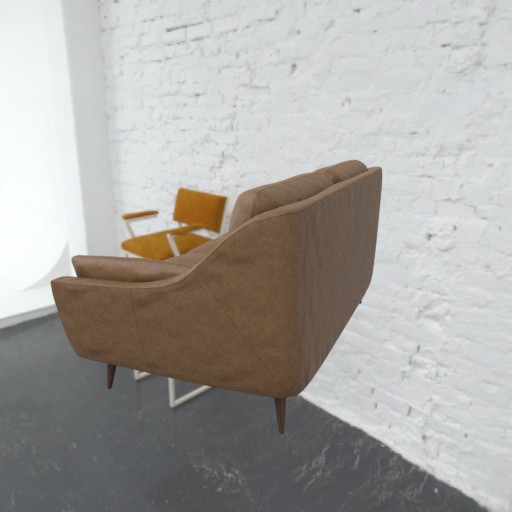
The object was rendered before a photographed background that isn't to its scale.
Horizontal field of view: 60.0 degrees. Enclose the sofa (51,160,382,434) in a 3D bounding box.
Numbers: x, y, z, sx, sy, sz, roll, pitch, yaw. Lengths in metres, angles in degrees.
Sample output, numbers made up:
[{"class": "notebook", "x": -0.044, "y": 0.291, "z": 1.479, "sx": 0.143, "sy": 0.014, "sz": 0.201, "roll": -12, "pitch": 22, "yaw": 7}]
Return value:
[{"class": "sofa", "x": 0.000, "y": 0.000, "z": 2.249, "sx": 0.981, "sy": 0.886, "sz": 1.731, "roll": 7, "pitch": 18, "yaw": 24}]
